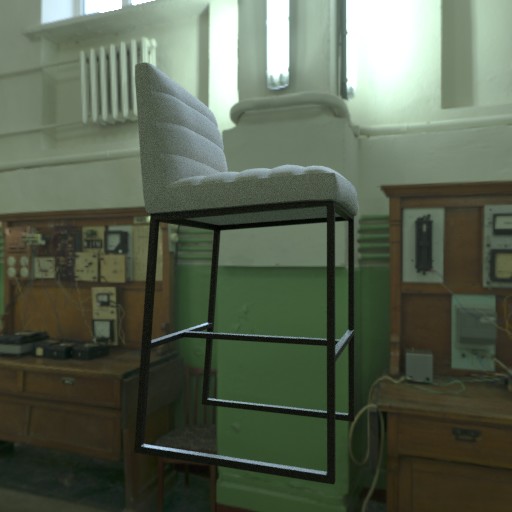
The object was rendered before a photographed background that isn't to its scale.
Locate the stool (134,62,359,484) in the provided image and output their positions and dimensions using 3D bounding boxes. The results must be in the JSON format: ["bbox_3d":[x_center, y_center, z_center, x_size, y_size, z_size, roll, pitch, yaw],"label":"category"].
[{"bbox_3d":[0.000,0.000,1.320,0.573,1.061,0.464,0,-1,18],"label":"stool"}]
